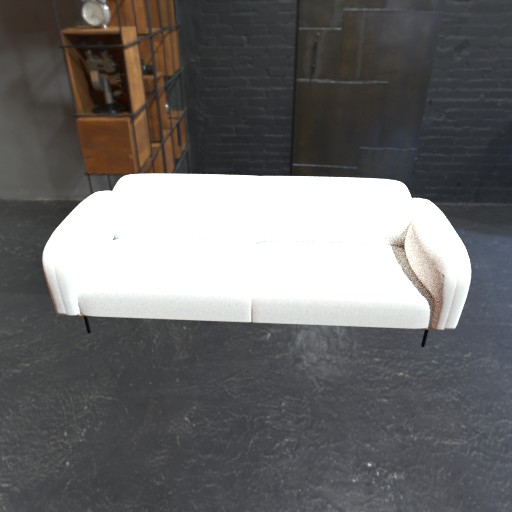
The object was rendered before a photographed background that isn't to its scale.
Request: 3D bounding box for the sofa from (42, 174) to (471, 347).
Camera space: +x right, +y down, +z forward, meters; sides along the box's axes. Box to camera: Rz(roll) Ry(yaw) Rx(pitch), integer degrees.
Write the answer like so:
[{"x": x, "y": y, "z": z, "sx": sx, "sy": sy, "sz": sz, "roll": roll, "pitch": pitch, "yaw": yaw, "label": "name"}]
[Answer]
[{"x": 0.000, "y": 0.000, "z": 2.694, "sx": 2.280, "sy": 0.780, "sz": 0.870, "roll": 2, "pitch": 31, "yaw": 3, "label": "sofa"}]
